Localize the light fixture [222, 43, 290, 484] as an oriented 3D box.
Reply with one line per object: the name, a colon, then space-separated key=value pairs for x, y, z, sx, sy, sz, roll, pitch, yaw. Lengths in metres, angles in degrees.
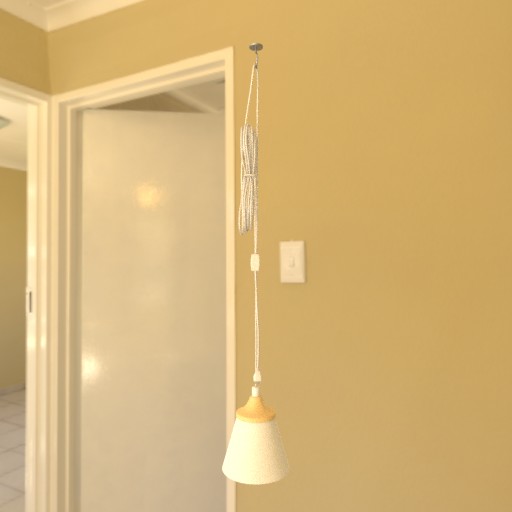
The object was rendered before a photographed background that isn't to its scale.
light fixture: x=0.000 y=0.000 z=1.017 sx=0.153 sy=0.966 sz=0.153 roll=0 pitch=-1 yaw=18
